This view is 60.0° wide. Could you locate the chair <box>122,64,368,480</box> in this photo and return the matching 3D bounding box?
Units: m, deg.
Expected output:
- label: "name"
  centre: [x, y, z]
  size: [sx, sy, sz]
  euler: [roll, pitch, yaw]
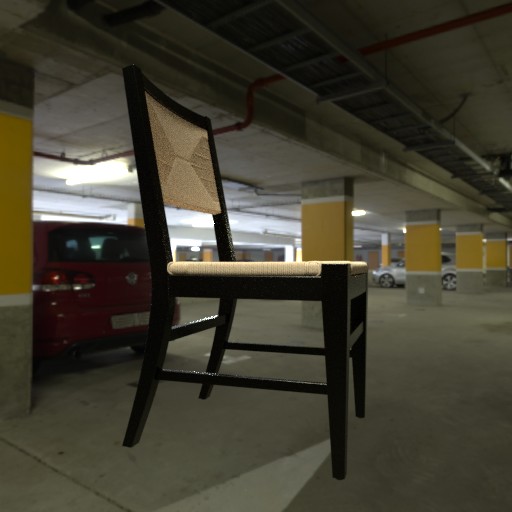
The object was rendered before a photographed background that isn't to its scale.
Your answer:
- label: "chair"
  centre: [0.000, 0.000, 1.188]
  size: [0.552, 0.927, 0.437]
  euler: [0, -1, 20]
